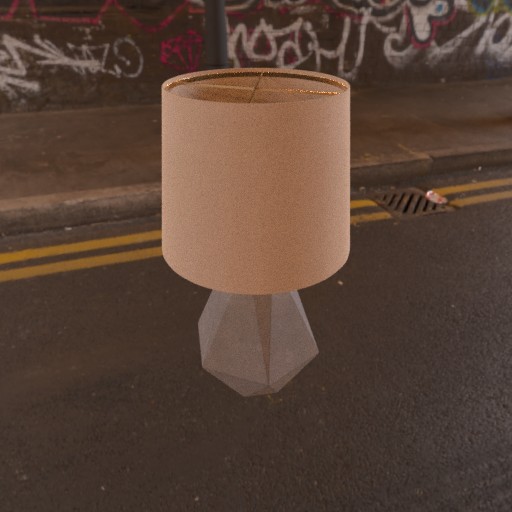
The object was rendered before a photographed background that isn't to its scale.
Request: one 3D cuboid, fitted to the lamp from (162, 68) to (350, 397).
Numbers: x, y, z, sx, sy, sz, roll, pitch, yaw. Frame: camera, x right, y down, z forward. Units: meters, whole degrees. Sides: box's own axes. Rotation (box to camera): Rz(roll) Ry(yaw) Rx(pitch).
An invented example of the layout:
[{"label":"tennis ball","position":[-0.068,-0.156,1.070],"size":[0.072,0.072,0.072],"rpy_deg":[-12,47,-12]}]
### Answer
[{"label":"lamp","position":[0.000,0.000,0.677],"size":[0.276,0.501,0.276],"rpy_deg":[0,31,0]}]
